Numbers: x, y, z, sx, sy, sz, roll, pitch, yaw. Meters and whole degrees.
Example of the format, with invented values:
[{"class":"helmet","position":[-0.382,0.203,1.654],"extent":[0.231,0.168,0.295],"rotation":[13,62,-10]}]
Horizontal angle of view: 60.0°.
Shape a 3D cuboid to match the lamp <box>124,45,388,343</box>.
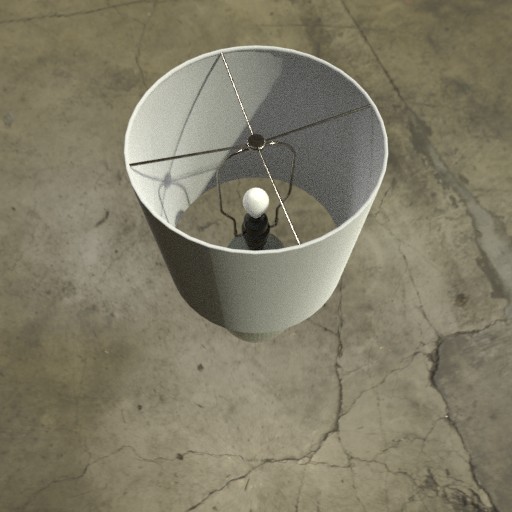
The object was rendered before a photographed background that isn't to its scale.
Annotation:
[{"class":"lamp","position":[0.000,0.000,0.569],"extent":[0.217,0.453,0.217],"rotation":[-16,65,-8]}]
